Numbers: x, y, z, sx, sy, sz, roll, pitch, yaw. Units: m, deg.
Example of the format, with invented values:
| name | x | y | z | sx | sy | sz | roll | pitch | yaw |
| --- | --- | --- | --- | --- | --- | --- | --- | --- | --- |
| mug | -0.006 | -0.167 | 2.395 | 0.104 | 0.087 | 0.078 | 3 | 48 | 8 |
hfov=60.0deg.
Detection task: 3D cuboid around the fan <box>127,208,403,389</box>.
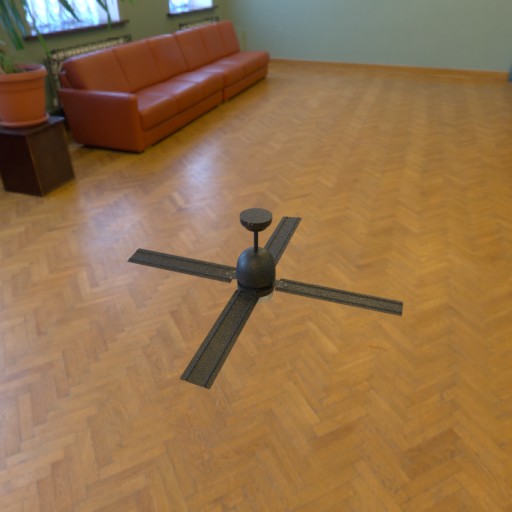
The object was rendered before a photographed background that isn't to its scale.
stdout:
| name | x | y | z | sx | sy | sz | roll | pitch | yaw |
| --- | --- | --- | --- | --- | --- | --- | --- | --- | --- |
| fan | 0.000 | 0.000 | 1.993 | 1.319 | 0.410 | 1.319 | 10 | 34 | 15 |
